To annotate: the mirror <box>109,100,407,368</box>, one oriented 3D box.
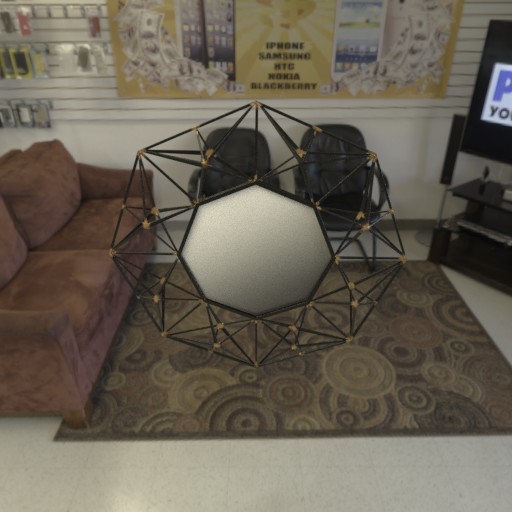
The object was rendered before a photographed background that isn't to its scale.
[{"bbox_3d":[0.000,0.000,1.057,0.710,0.710,0.094,1,29,2],"label":"mirror"}]
